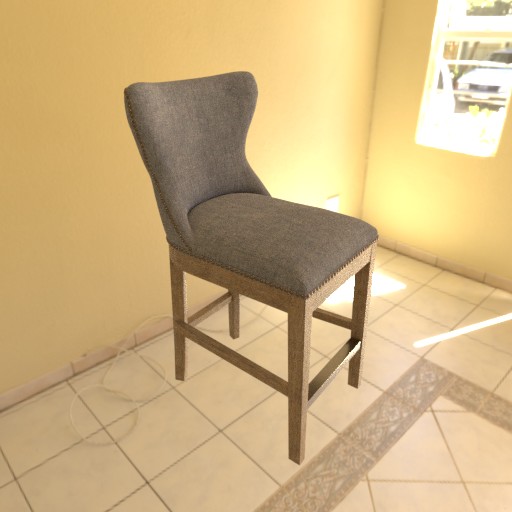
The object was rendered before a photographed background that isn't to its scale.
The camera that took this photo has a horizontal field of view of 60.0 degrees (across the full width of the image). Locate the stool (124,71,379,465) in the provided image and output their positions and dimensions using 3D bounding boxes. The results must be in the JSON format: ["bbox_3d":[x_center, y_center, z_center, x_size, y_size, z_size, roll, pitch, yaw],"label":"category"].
[{"bbox_3d":[0.000,0.000,1.330,0.608,0.981,0.498,19,33,32],"label":"stool"}]
